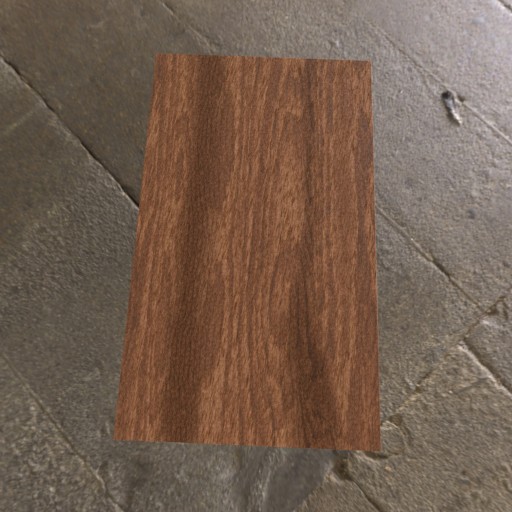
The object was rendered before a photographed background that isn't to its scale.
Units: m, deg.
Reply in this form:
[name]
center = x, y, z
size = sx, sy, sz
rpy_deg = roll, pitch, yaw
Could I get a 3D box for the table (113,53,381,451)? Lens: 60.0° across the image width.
[table]
center = 0.000, 0.000, 1.838
size = 0.801, 0.724, 1.349
rpy_deg = 2, 76, 1
